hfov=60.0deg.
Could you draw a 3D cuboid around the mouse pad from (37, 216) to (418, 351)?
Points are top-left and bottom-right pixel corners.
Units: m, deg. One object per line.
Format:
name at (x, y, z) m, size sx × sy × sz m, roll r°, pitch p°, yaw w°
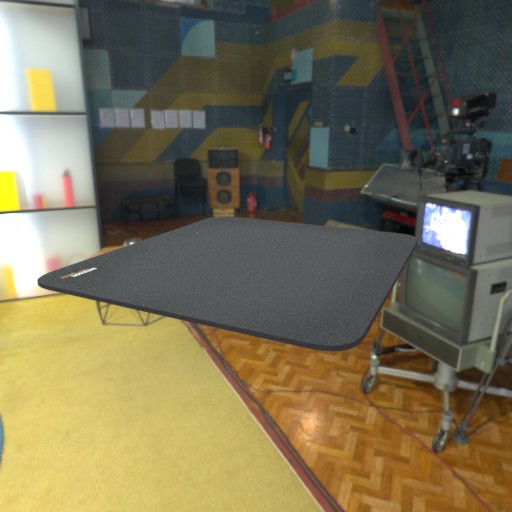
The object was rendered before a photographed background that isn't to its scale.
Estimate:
mouse pad at (0.000, 0.000, 0.326) m, size 0.203 × 0.003 × 0.229 m, roll 8°, pitch 18°, yaw 25°
